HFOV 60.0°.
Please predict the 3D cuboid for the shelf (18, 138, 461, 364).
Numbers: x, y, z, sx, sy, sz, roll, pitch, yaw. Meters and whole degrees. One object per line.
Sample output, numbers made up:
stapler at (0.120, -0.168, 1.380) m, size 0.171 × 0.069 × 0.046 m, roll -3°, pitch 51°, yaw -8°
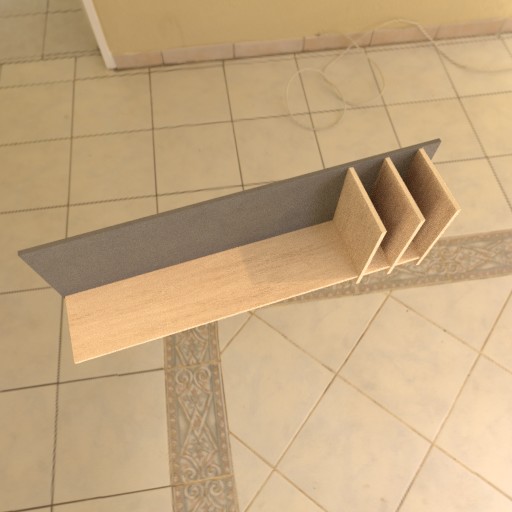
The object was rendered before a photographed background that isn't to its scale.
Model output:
shelf at (0.000, 0.000, 1.120) m, size 1.020 × 0.300 × 0.200 m, roll -16°, pitch 65°, yaw -8°
